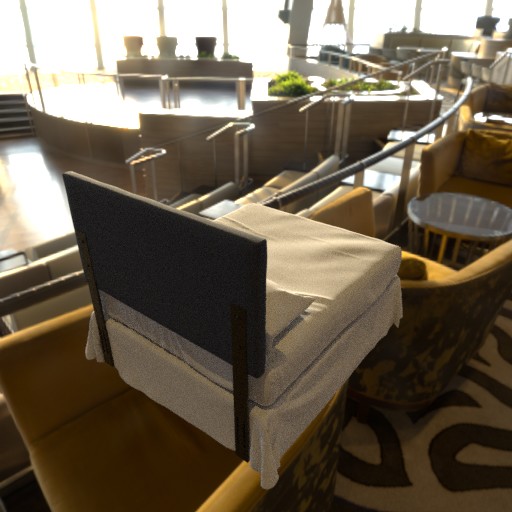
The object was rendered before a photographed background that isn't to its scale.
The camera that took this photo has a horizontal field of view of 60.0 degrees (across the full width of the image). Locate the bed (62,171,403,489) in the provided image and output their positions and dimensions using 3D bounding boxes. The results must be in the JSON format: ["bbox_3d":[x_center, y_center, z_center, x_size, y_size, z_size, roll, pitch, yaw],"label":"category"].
[{"bbox_3d":[0.000,0.000,3.518,1.936,1.577,2.222,21,35,33],"label":"bed"}]
